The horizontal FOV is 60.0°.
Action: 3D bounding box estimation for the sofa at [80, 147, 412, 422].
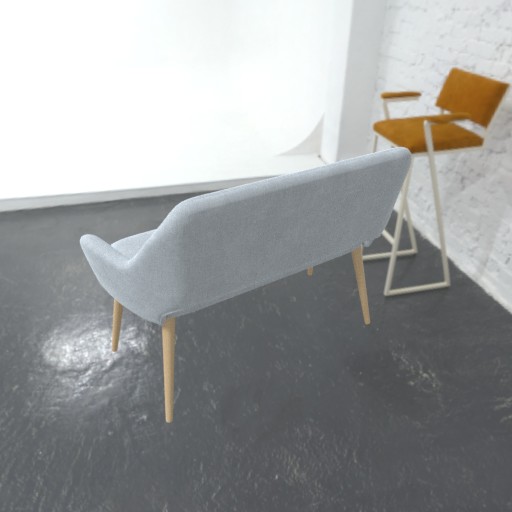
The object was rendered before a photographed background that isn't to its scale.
[{"bbox_3d":[0.000,0.000,1.632,1.150,0.840,0.610,-19,36,-28],"label":"sofa"}]
